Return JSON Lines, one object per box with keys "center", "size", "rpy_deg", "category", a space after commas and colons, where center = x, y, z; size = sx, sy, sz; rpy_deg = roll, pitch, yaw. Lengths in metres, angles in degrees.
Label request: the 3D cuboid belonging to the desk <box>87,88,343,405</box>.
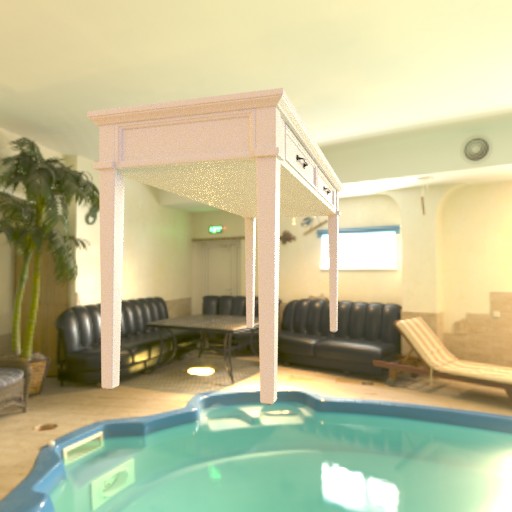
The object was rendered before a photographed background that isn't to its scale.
{"center": [0.000, 0.000, 1.793], "size": [0.559, 0.774, 1.372], "rpy_deg": [0, -1, 17], "category": "desk"}
